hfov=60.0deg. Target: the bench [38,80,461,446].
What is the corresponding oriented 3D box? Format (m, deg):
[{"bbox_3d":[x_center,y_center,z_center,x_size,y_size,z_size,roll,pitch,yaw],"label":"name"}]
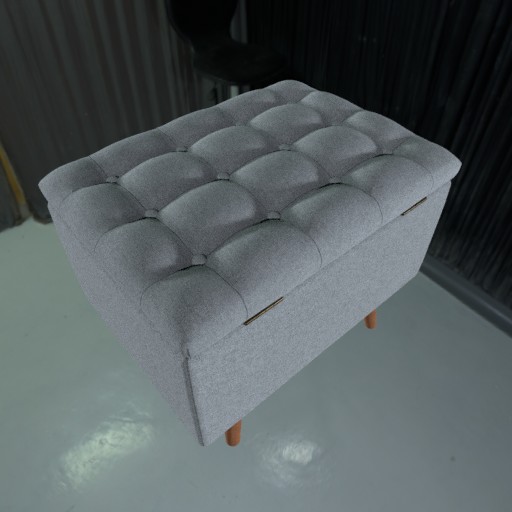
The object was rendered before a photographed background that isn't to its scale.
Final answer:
[{"bbox_3d":[0.000,0.000,0.861,0.572,0.469,0.417,-31,53,-28],"label":"bench"}]
